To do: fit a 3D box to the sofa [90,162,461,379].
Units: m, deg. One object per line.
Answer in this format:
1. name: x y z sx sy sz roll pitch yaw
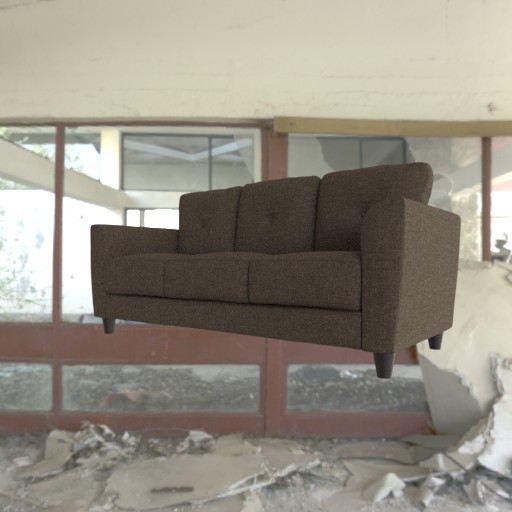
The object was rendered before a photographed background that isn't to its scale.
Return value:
1. sofa: 0.000 0.000 2.346 1.847 0.891 0.837 -1 -1 37
